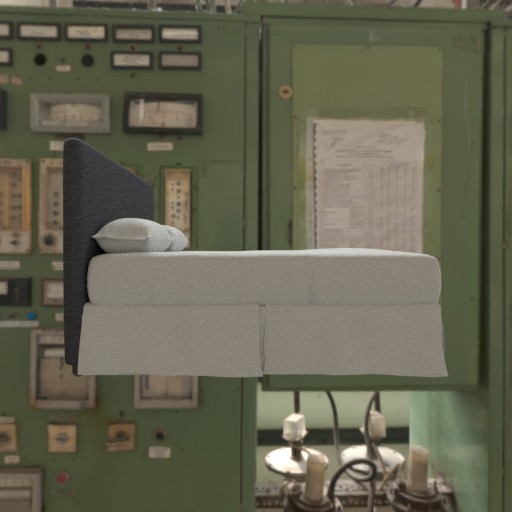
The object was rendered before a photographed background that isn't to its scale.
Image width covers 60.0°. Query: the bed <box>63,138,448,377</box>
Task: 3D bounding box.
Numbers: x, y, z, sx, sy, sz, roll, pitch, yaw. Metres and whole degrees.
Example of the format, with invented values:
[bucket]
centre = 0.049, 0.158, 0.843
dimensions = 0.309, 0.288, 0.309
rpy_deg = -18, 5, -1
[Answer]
[bed]
centre = 0.000, 0.000, 3.304
dimensions = 2.142, 1.330, 1.884
rpy_deg = 0, 1, -1
